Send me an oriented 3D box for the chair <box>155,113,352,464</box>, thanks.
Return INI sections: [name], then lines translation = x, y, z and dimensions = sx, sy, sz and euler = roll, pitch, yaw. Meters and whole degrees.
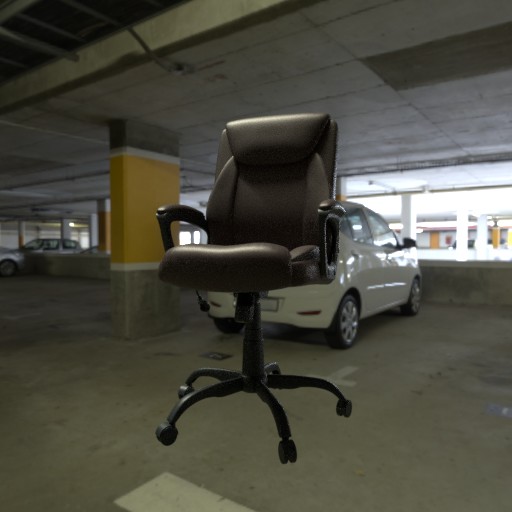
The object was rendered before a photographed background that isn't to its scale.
[chair]
translation = 0.000, 0.000, 1.479
dimensions = 0.615, 1.072, 0.655
euler = 0, 2, 18
